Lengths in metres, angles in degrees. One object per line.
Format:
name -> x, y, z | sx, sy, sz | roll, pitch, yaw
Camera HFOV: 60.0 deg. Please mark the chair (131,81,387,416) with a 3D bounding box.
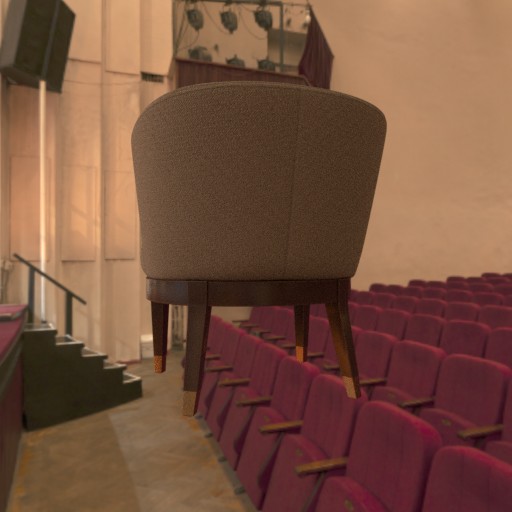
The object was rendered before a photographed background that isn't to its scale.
chair -> 0.000, 0.000, 1.288 | 0.700, 0.760, 0.660 | 0, -1, -17
